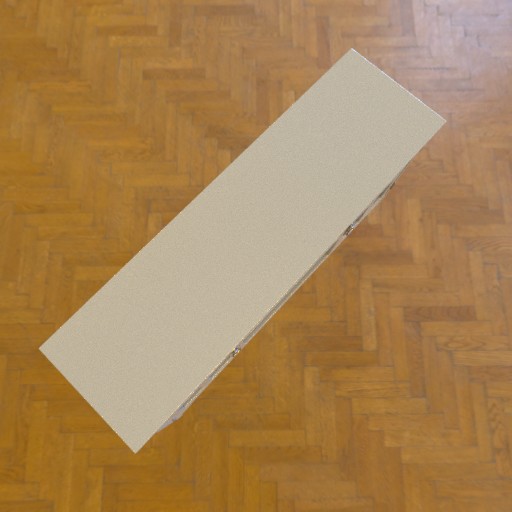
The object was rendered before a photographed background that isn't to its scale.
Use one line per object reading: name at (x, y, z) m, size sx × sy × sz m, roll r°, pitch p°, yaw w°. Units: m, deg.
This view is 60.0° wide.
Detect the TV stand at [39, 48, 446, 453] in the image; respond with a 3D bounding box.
TV stand at (0.000, 0.000, 1.437) m, size 0.344 × 0.603 × 1.167 m, roll 42°, pitch 80°, yaw 10°
